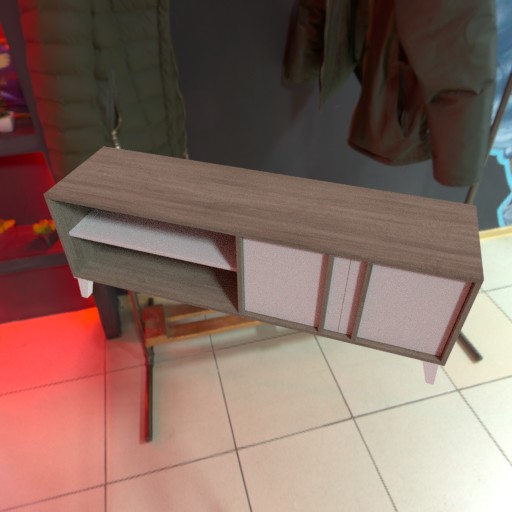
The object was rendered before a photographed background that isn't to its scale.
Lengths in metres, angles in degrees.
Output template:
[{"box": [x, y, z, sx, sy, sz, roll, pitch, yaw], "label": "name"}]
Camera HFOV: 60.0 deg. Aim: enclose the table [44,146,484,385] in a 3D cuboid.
[{"box": [0.000, 0.000, 1.761, 1.500, 0.530, 0.400, 12, 42, 13], "label": "table"}]
